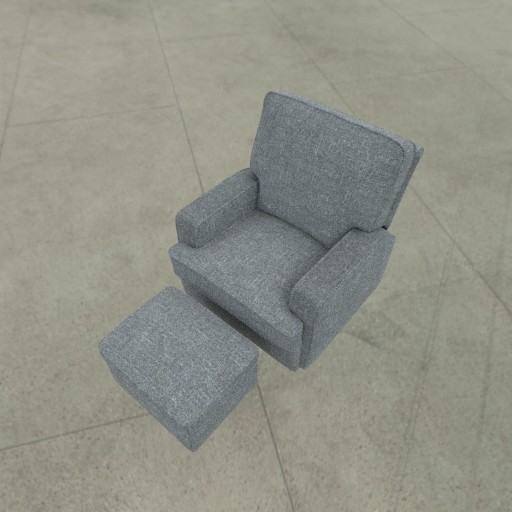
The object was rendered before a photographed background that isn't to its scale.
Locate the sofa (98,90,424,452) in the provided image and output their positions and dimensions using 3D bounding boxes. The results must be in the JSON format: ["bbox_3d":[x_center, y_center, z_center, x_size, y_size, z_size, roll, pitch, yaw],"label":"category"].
[{"bbox_3d":[0.000,0.000,2.018,0.861,0.959,1.472,32,55,26],"label":"sofa"}]
